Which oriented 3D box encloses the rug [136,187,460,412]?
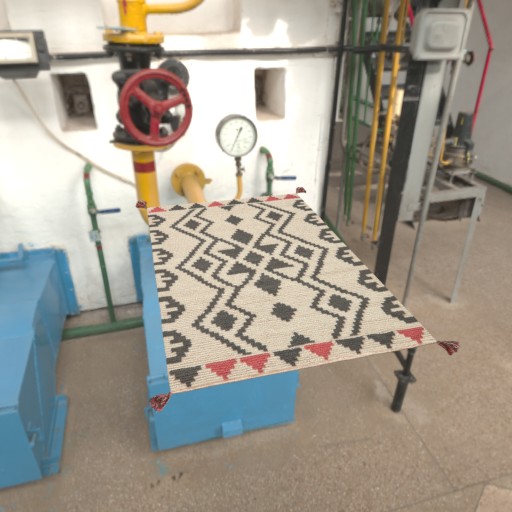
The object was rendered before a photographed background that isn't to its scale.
[{"bbox_3d":[0.000,0.000,3.398,1.741,0.066,2.672,-7,30,-13],"label":"rug"}]
